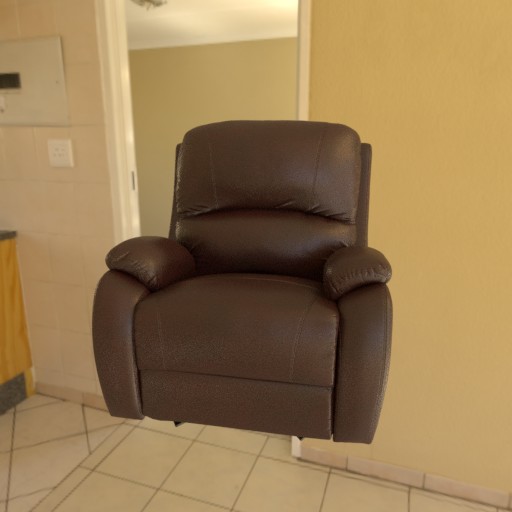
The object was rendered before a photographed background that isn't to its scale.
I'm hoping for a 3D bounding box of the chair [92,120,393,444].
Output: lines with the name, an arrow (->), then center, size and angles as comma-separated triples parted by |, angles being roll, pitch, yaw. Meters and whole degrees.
chair -> 0.000, 0.000, 1.672 | 0.930, 1.011, 0.899 | 2, 15, 9
